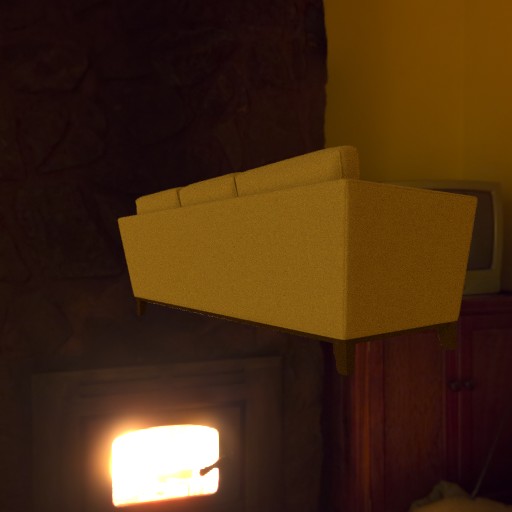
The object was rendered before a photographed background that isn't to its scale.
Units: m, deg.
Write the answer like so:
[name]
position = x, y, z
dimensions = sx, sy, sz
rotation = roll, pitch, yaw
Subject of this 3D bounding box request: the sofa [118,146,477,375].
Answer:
[sofa]
position = 0.000, 0.000, 2.857
dimensions = 0.965, 0.940, 2.388
rotation = 0, 1, -37
